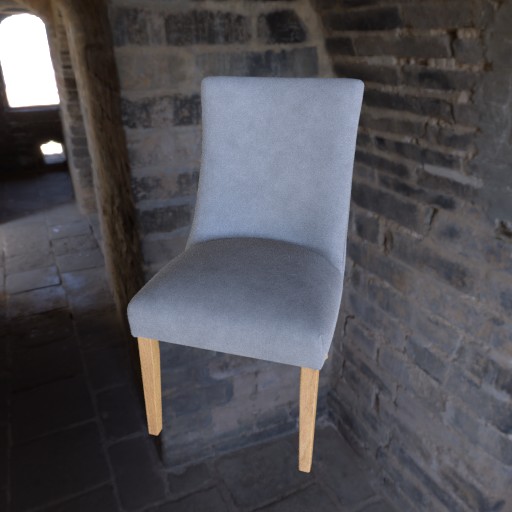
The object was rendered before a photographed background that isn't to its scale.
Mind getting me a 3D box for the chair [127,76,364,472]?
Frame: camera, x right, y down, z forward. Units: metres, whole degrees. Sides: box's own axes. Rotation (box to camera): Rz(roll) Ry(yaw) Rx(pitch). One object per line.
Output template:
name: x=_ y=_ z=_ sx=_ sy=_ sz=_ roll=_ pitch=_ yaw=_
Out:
chair: x=0.000 y=0.000 z=1.239 sx=0.495 sy=0.902 sz=0.610 roll=7 pitch=26 yaw=15
